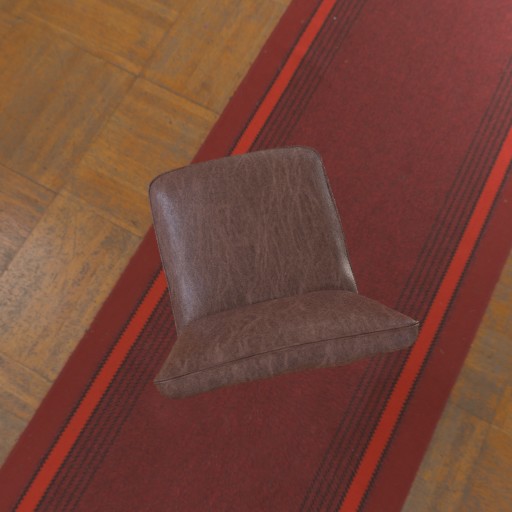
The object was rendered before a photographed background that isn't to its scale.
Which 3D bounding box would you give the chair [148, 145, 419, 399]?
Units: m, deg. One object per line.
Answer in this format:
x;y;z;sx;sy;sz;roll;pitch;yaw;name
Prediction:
0.000;0.000;1.213;0.543;0.803;0.645;-17;78;-4;chair
